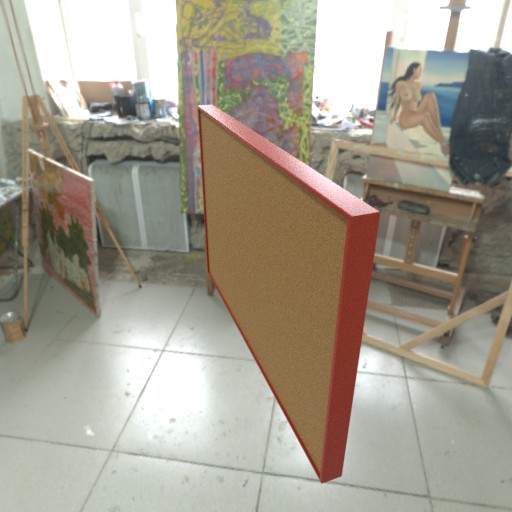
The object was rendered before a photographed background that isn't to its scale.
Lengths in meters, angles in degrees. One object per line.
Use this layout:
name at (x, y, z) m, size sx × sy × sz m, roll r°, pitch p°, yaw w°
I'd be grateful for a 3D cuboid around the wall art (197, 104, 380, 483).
wall art at (0.000, 0.000, 0.772) m, size 0.033 × 0.405 × 0.607 m, roll -10°, pitch 30°, yaw -18°
